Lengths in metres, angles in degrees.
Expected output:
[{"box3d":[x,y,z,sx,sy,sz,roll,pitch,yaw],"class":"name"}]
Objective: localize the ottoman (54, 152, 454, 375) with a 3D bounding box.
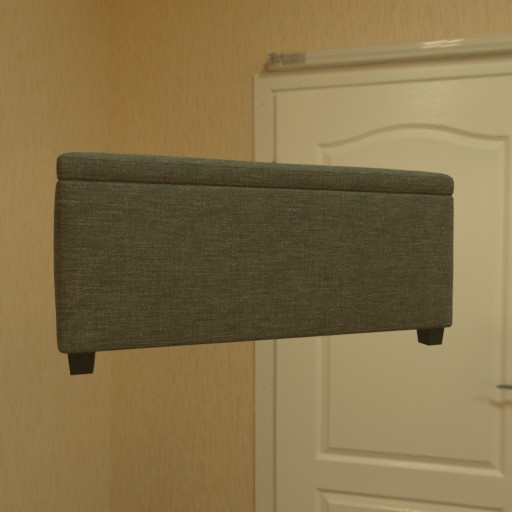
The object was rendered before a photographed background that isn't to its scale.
[{"box3d":[0.000,0.000,1.120,0.902,0.432,0.419,-1,2,-18],"class":"ottoman"}]
